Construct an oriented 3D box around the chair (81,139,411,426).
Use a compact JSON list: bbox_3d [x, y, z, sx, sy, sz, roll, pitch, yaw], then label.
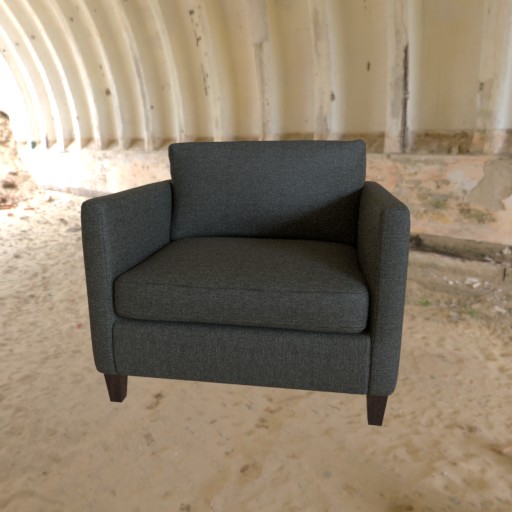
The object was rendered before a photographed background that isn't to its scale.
[{"bbox_3d":[0.000,0.000,1.890,1.107,0.963,0.959,2,15,8],"label":"chair"}]
